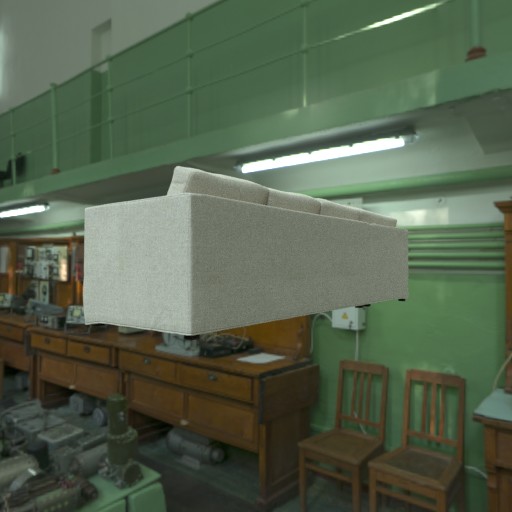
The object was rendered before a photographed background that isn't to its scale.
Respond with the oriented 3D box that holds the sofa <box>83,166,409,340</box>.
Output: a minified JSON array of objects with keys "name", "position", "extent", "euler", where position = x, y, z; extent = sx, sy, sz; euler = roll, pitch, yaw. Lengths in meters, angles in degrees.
[{"name":"sofa","position":[0.000,0.000,3.902],"extent":[1.650,0.922,3.205],"euler":[-1,-1,38]}]
